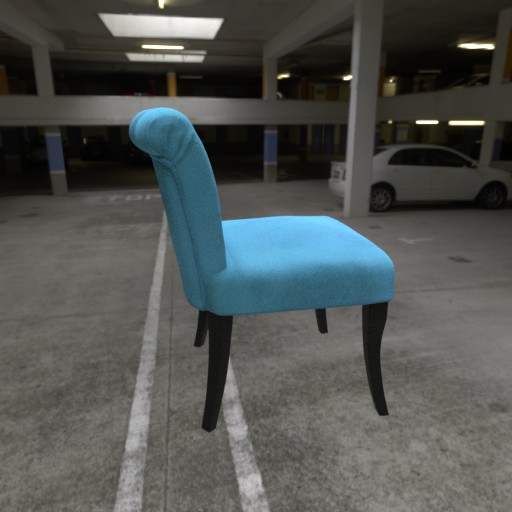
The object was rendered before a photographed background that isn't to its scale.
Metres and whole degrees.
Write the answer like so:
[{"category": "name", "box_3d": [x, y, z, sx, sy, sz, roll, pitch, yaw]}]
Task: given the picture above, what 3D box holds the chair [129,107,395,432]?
[{"category": "chair", "box_3d": [0.000, 0.000, 1.202, 0.605, 0.750, 0.582, -3, 17, -10]}]
